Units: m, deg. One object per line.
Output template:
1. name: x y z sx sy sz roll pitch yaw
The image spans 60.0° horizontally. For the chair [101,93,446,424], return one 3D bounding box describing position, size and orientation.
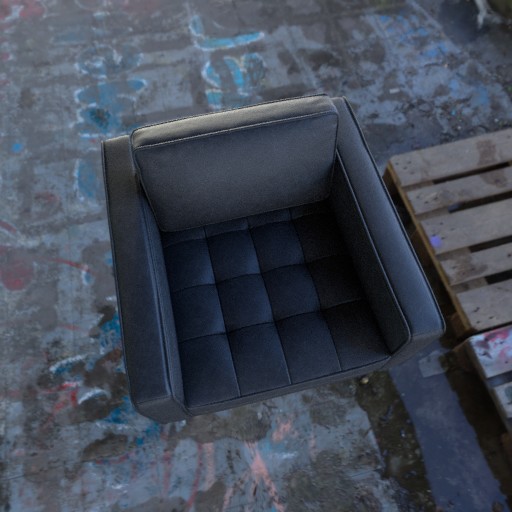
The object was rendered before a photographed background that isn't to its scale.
1. chair: 0.000 0.000 1.525 0.889 0.763 0.914 -12 65 -6
